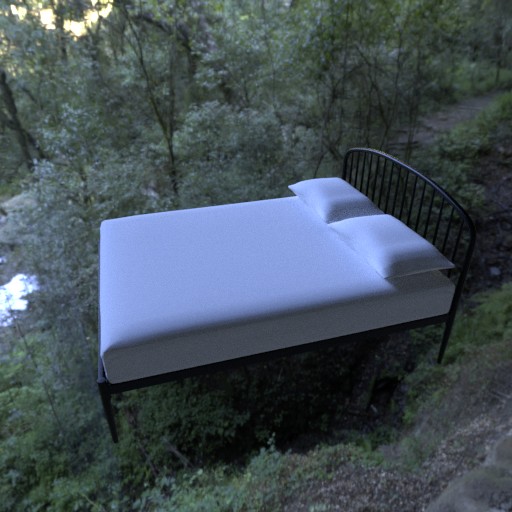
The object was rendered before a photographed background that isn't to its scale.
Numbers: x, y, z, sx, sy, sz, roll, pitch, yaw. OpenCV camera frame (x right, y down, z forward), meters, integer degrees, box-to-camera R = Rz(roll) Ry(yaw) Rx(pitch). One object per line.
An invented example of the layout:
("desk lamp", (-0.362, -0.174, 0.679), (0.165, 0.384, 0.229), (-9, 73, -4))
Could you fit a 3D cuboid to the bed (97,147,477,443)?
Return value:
("bed", (0.000, 0.000, 3.102), (2.159, 1.166, 1.618), (-9, 31, -15))
